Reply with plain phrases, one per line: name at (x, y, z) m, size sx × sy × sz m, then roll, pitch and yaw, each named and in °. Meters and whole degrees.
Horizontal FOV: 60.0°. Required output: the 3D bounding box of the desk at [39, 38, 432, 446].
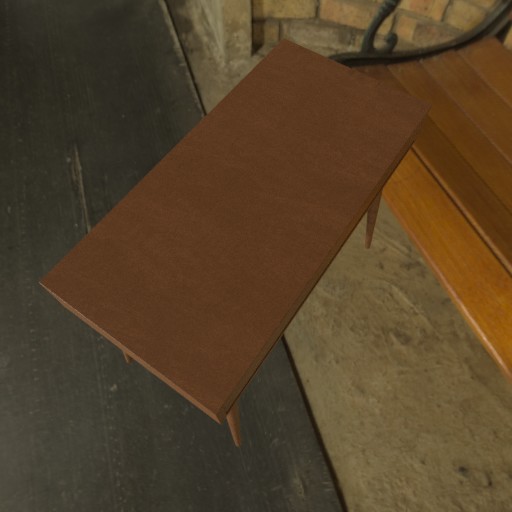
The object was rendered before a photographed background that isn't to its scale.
desk at (0.000, 0.000, 1.393) m, size 0.510 × 0.758 × 0.949 m, roll 32°, pitch 67°, yaw 15°
